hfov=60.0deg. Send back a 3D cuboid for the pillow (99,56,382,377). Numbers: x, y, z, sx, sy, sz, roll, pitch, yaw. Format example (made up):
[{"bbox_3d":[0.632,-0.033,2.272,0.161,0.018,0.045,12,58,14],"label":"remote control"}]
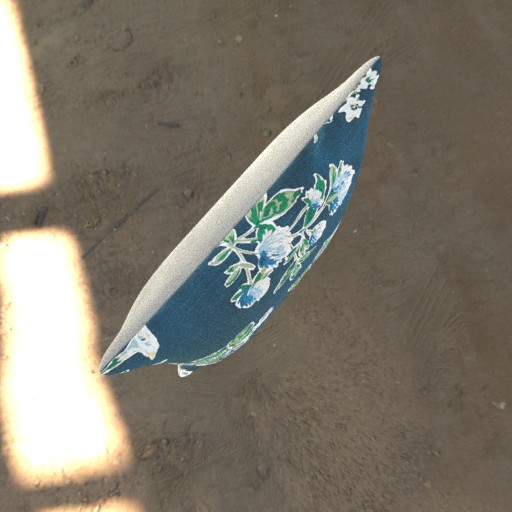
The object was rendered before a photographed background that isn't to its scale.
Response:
[{"bbox_3d":[0.000,0.000,0.773,0.166,0.508,0.525,39,79,9],"label":"pillow"}]
